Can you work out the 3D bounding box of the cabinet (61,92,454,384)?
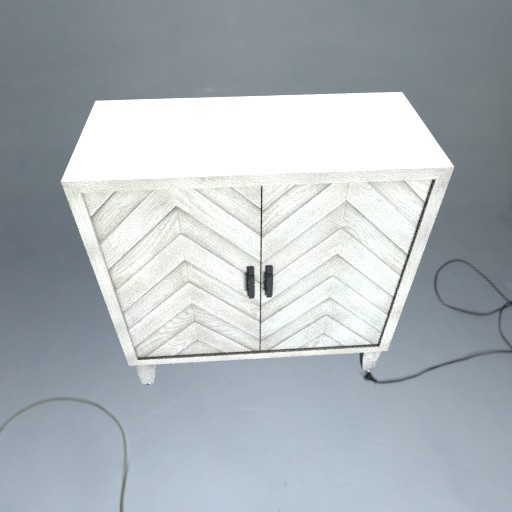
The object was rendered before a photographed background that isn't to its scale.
[{"bbox_3d":[0.000,0.000,1.276,0.781,0.787,0.370,-3,44,-3],"label":"cabinet"}]
